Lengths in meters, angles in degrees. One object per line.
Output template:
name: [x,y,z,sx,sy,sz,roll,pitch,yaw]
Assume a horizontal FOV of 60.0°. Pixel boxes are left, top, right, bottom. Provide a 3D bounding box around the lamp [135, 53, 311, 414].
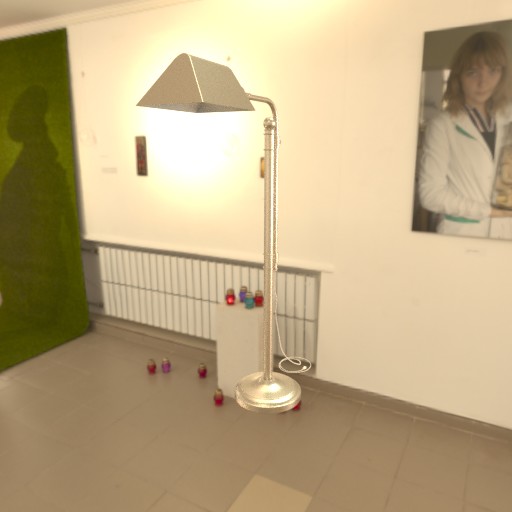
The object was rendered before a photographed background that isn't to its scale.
lamp: [0.000,0.000,0.929,0.159,0.708,0.546,7,15,28]
